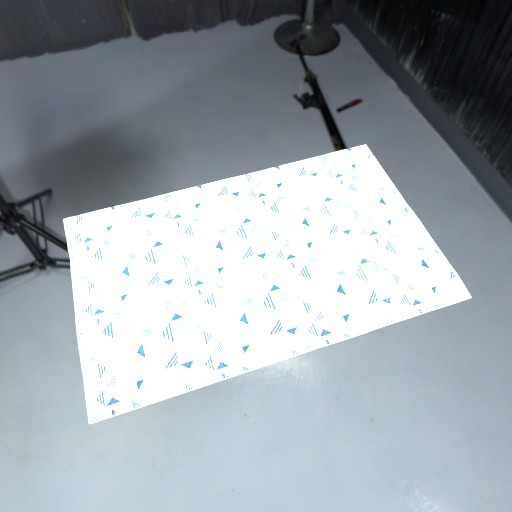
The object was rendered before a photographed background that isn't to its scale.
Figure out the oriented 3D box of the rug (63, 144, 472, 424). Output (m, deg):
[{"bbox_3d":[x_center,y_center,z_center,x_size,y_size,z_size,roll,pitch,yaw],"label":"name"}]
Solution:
[{"bbox_3d":[0.000,0.000,3.047,2.457,0.009,1.512,-16,58,-10],"label":"rug"}]
